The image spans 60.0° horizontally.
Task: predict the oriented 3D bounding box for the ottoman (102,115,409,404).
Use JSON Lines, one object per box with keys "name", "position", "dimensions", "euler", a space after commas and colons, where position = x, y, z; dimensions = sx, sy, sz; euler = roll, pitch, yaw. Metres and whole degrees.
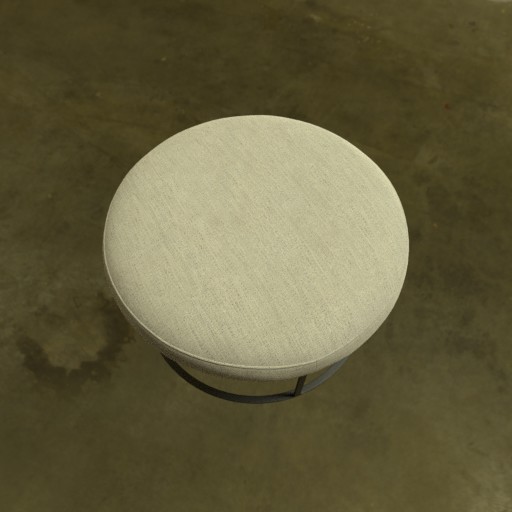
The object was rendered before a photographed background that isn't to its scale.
{"name": "ottoman", "position": [0.000, 0.000, 1.244], "dimensions": [0.769, 0.459, 0.769], "euler": [0, 59, 0]}
